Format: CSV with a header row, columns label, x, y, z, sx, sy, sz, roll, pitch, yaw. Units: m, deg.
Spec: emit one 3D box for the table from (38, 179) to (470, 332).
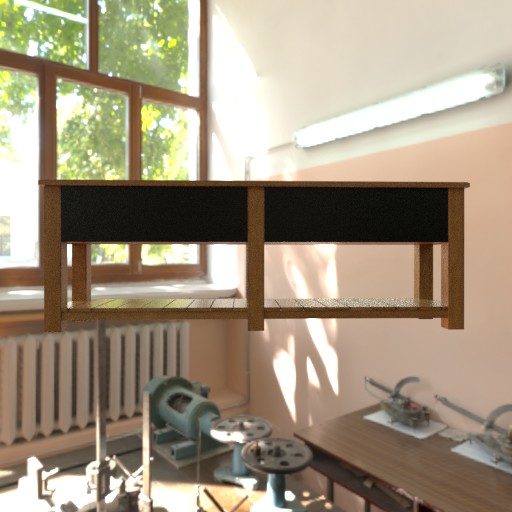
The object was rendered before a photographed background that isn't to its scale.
label,x,y,z,sx,sy,sz,roll,pitch,yaw
table,0.000,0.000,2.075,1.815,0.635,0.425,0,0,-2
